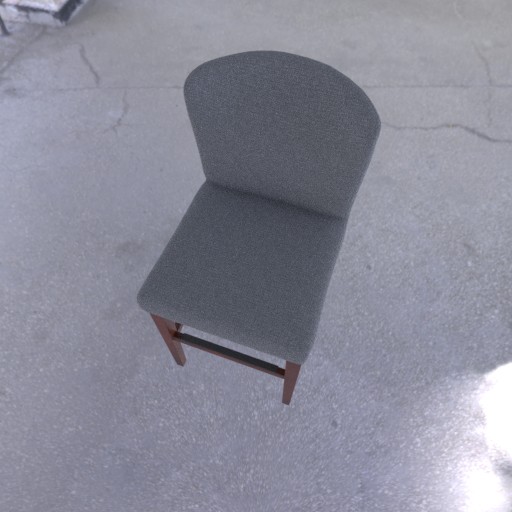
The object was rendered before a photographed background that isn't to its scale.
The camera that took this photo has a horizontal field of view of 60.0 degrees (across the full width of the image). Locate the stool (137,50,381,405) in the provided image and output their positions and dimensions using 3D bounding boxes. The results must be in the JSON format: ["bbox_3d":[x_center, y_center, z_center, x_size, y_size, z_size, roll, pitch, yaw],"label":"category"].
[{"bbox_3d":[0.000,0.000,1.313,0.479,0.968,0.568,17,59,10],"label":"stool"}]
